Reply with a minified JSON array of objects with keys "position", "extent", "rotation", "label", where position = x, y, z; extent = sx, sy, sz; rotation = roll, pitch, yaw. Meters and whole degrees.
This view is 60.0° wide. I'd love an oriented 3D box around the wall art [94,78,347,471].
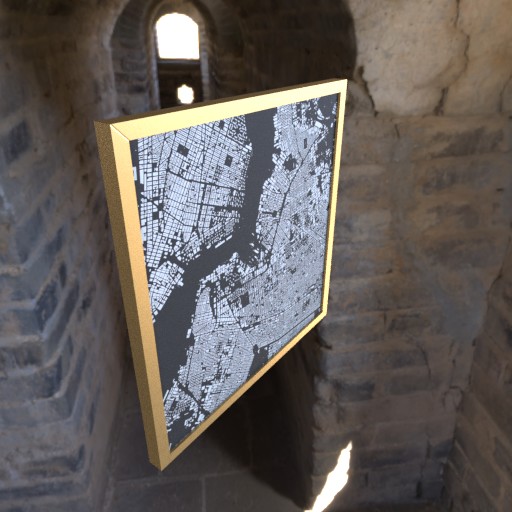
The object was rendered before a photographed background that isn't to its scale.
[{"position":[0.000,0.000,2.789],"extent":[0.099,1.926,1.926],"rotation":[19,33,32],"label":"wall art"}]
